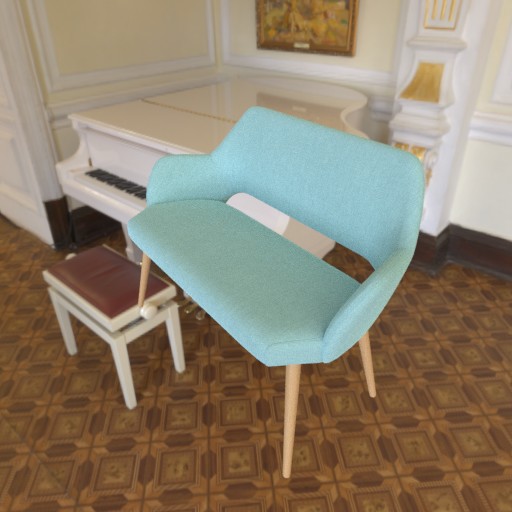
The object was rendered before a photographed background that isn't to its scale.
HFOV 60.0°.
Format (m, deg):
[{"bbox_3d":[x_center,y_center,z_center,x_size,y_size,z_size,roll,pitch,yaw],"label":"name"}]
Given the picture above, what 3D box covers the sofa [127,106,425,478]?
[{"bbox_3d":[0.000,0.000,1.588,0.610,0.840,1.150,-21,37,-31],"label":"sofa"}]
